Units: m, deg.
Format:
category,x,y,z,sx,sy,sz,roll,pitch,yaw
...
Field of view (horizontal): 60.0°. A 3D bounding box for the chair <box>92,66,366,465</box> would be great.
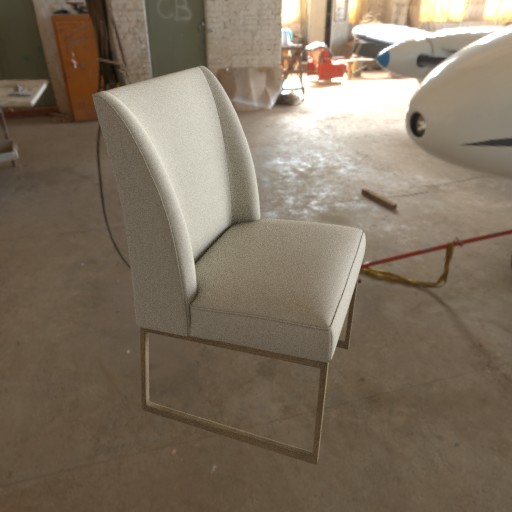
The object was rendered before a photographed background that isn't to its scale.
category,x,y,z,sx,sy,sz,roll,pitch,yaw
chair,0.000,0.000,1.169,0.522,0.863,0.508,10,31,17
